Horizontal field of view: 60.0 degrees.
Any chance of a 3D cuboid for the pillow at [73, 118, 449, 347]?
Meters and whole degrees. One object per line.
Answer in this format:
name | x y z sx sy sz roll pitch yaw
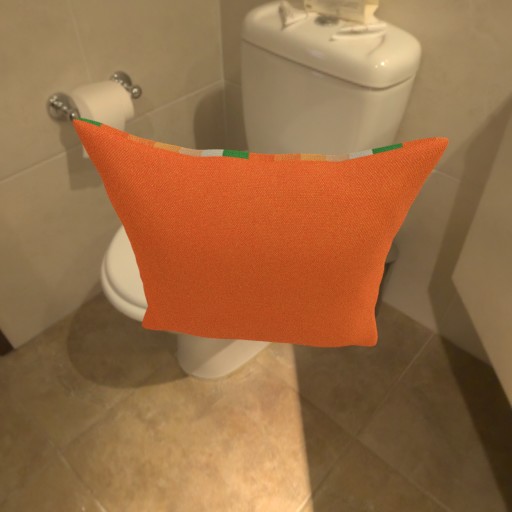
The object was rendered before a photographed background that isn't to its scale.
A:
pillow | 0.000 0.000 0.690 0.453 0.444 0.169 4 47 4
